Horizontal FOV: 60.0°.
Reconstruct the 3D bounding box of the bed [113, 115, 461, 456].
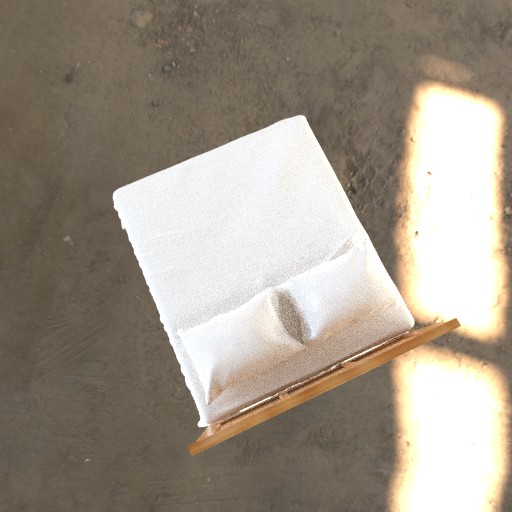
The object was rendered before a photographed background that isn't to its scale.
[{"bbox_3d":[0.000,0.000,3.259,1.870,1.273,2.035,-24,77,-6],"label":"bed"}]
